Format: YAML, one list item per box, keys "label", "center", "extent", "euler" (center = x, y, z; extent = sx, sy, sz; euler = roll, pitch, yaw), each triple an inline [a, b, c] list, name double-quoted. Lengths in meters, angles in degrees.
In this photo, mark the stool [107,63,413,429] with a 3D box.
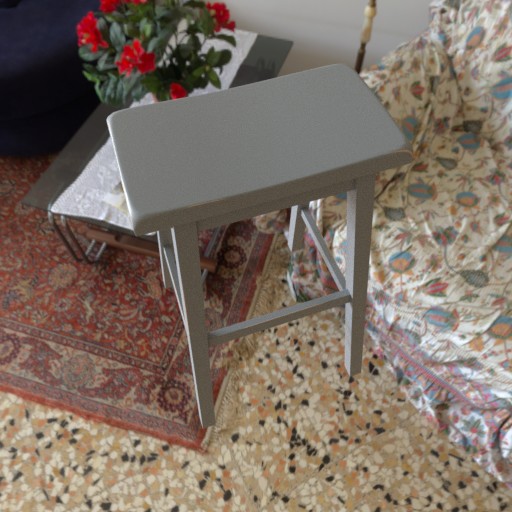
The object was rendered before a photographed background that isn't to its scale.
- label: "stool"
  center: [0.000, 0.000, 1.015]
  extent: [0.457, 0.737, 0.476]
  euler: [-16, 58, -10]
